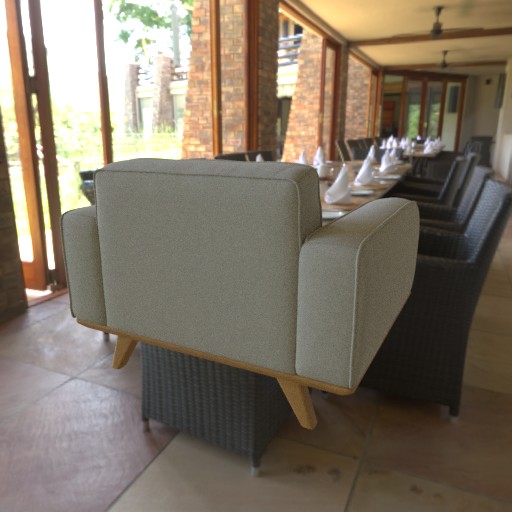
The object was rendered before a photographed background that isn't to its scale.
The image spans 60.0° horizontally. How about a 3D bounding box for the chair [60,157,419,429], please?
[{"bbox_3d":[0.000,0.000,1.752,1.115,0.779,0.953,8,17,26],"label":"chair"}]
